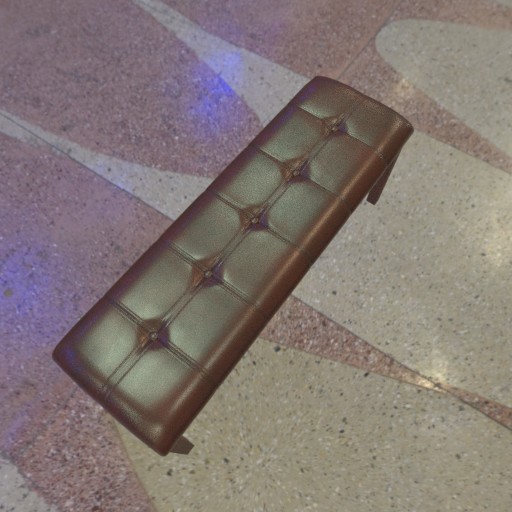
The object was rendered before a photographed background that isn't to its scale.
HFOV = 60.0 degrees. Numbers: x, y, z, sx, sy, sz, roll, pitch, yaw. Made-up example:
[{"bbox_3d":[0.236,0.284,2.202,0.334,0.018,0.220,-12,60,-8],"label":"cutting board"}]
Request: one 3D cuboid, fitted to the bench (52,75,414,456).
[{"bbox_3d":[0.000,0.000,1.478,0.401,0.491,1.259,34,69,15],"label":"bench"}]
